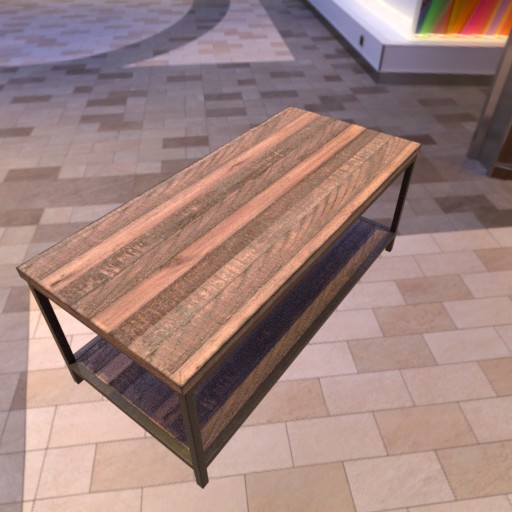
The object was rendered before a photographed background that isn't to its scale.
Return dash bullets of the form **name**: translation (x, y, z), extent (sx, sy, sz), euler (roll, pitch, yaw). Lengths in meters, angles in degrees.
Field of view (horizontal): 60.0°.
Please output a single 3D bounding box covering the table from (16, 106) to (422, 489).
- **table**: translation (0.000, 0.000, 1.207), extent (0.452, 0.399, 0.990), euler (26, 47, 27)
